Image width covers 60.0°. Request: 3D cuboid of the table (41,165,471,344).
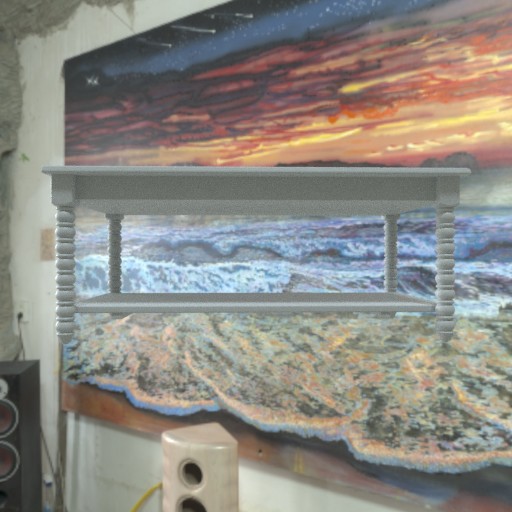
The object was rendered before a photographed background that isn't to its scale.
[{"bbox_3d":[0.000,0.000,1.486,1.171,0.487,0.580,0,0,-2],"label":"table"}]
